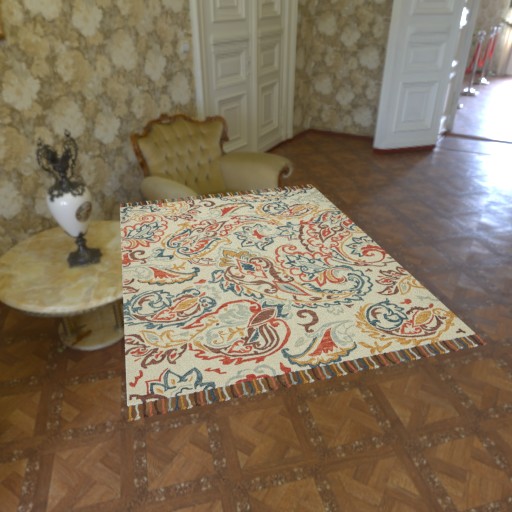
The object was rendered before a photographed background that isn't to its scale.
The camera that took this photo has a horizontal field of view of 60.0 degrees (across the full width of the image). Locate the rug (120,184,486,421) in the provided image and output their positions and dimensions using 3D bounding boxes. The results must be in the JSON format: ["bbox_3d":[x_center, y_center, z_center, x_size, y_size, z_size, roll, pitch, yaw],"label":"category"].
[{"bbox_3d":[0.000,0.000,4.185,2.439,0.015,3.274,-8,31,-14],"label":"rug"}]
